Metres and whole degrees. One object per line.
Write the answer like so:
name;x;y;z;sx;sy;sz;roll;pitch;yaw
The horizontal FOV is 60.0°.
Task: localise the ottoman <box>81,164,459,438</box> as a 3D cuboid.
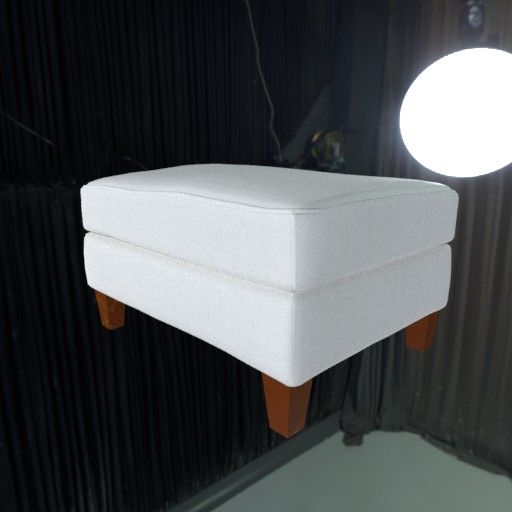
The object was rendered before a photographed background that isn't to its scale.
ottoman;0.000;0.000;1.192;0.634;0.479;0.818;-12;18;-42
